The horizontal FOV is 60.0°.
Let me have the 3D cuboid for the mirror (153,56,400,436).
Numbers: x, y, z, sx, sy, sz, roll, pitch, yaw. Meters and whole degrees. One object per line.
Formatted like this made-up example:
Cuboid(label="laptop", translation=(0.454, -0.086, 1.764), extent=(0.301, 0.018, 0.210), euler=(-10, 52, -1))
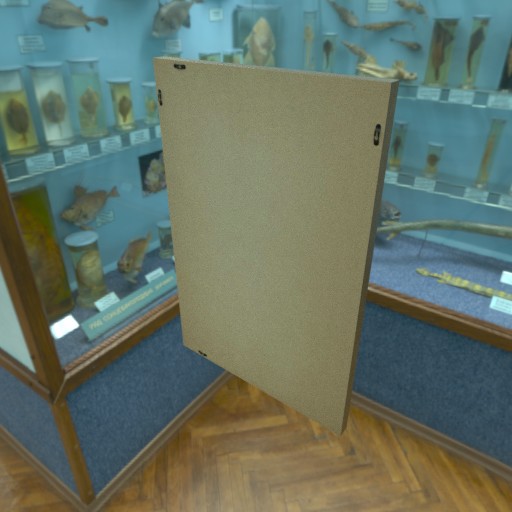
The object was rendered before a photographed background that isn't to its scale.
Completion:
Cuboid(label="mirror", translation=(0.000, 0.000, 1.158), extent=(0.609, 0.915, 0.040), euler=(21, 36, 32))
